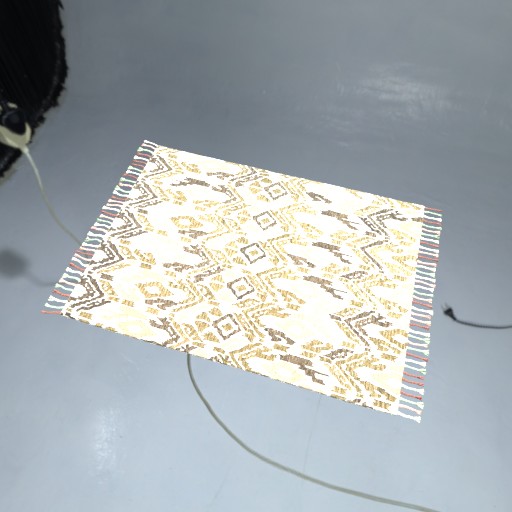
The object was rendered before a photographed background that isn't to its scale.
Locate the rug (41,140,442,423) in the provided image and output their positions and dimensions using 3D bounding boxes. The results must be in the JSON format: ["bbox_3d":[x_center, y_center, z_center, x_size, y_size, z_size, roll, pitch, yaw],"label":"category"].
[{"bbox_3d":[0.000,0.000,2.314,1.829,0.008,1.219,14,60,9],"label":"rug"}]
